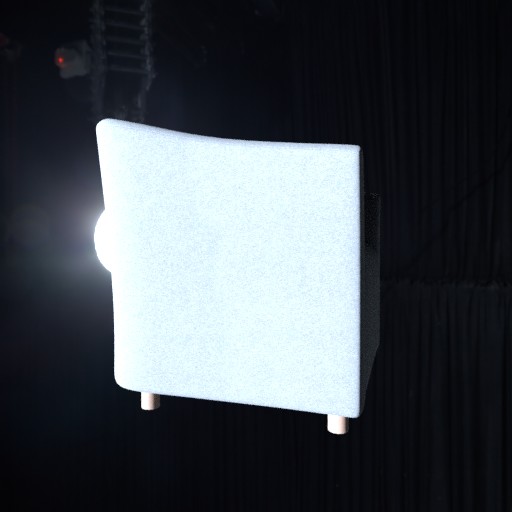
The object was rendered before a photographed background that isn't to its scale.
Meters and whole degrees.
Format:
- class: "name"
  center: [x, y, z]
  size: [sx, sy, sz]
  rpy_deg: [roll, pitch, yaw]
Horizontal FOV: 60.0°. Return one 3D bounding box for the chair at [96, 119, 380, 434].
- class: "chair"
  center: [0.000, 0.000, 1.329]
  size: [0.700, 0.720, 0.790]
  rpy_deg: [0, 0, 18]
